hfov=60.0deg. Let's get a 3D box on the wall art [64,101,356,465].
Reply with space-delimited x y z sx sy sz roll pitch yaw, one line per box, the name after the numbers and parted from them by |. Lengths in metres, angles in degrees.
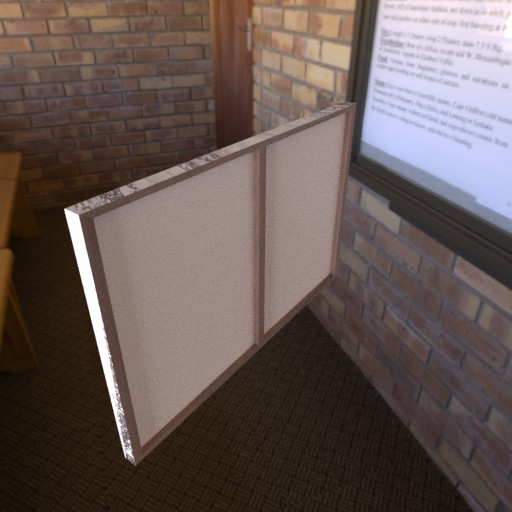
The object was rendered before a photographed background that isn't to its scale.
0.000 0.000 1.127 0.038 0.598 0.919 21 37 31 | wall art
